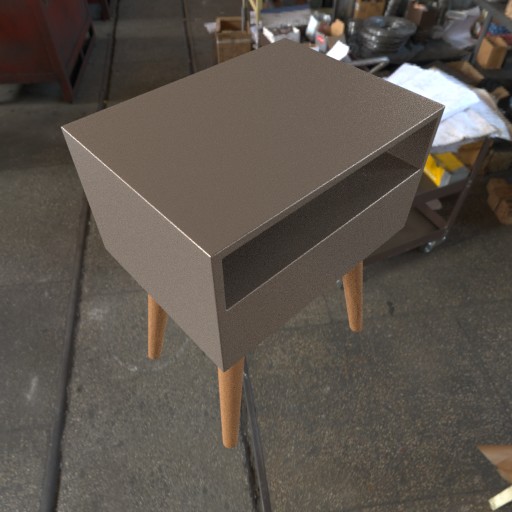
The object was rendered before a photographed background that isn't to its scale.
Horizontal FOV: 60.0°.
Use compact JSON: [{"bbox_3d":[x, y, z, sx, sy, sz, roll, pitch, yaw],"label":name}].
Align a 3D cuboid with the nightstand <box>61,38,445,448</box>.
[{"bbox_3d":[0.000,0.000,0.719,0.370,0.508,0.288,-34,56,-27],"label":"nightstand"}]
